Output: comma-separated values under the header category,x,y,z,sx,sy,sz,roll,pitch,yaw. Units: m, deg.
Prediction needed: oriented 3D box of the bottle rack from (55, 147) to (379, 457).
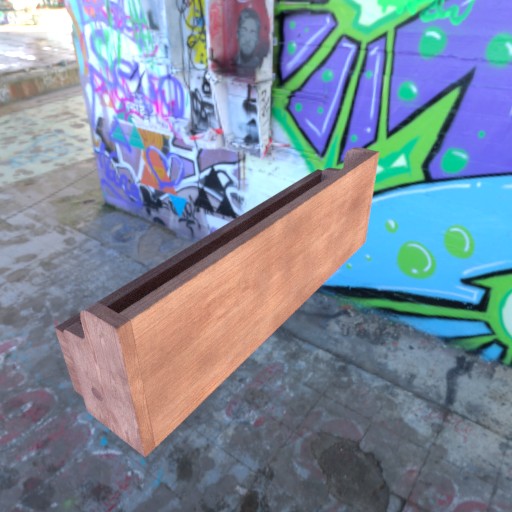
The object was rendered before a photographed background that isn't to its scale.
category,x,y,z,sx,sy,sz,roll,pitch,yaw
bottle rack,0.000,0.000,0.701,0.126,0.196,0.608,21,38,30
